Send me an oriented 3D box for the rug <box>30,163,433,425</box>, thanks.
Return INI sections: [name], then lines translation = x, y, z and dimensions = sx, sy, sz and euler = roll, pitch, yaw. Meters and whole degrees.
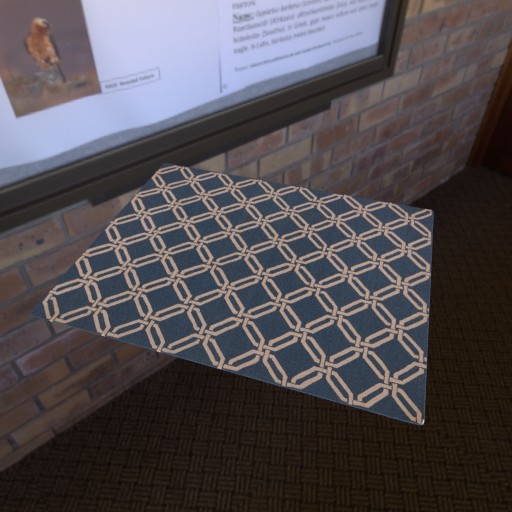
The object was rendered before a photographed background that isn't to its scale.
[rug]
translation = 0.000, 0.000, 3.796
dimensions = 2.867, 0.020, 2.277
euler = 12, 44, 13
